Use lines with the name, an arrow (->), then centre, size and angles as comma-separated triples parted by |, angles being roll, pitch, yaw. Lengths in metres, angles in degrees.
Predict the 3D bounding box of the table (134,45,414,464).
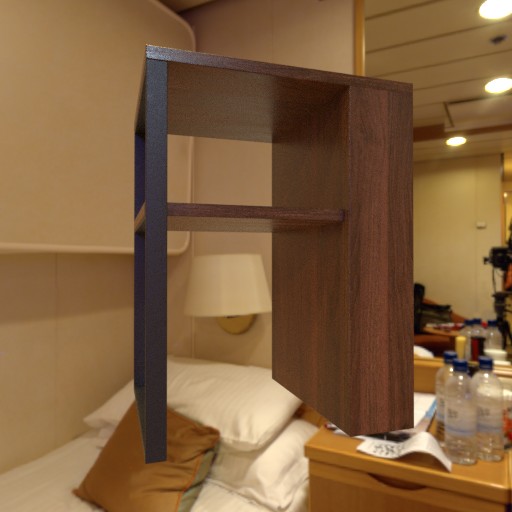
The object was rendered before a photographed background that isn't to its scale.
table -> 0.000, 0.000, 1.529 | 0.786, 1.041, 0.660 | 0, -1, -18
